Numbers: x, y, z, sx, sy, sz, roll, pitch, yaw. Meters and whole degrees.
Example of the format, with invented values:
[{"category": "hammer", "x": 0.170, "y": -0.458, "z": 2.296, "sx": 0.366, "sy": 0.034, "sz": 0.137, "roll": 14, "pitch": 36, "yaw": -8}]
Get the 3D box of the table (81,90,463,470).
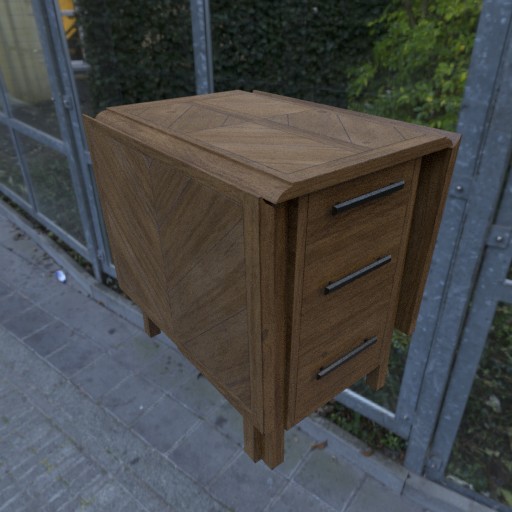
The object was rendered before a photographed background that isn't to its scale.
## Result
[{"category": "table", "x": 0.000, "y": 0.000, "z": 1.271, "sx": 0.591, "sy": 0.763, "sz": 0.746, "roll": -22, "pitch": 36, "yaw": -33}]
